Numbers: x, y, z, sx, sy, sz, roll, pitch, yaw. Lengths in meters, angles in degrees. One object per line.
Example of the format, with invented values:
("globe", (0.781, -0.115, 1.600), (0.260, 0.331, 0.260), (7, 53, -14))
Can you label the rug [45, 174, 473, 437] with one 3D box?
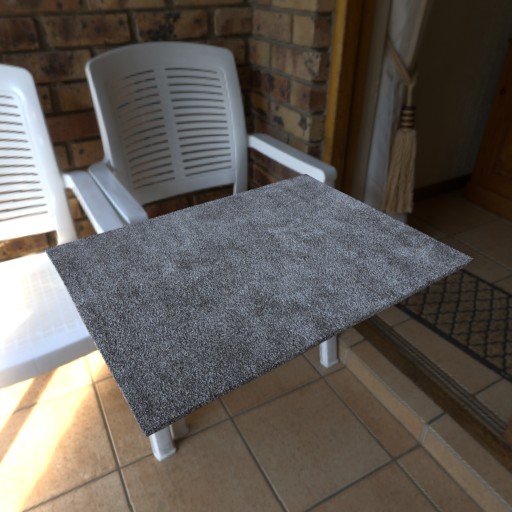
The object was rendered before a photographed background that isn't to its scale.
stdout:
("rug", (0.000, 0.000, 2.066), (1.601, 0.025, 1.198), (-21, 39, -28))
